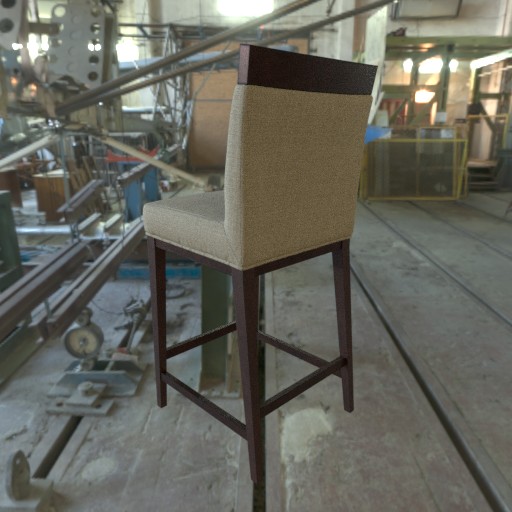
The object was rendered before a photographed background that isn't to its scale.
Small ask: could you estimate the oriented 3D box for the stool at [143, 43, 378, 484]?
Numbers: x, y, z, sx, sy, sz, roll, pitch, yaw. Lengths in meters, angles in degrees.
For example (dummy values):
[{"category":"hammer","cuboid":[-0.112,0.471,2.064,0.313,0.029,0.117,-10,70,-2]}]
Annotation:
[{"category":"stool","cuboid":[0.000,0.000,1.259,0.463,1.011,0.480,-16,23,-42]}]
